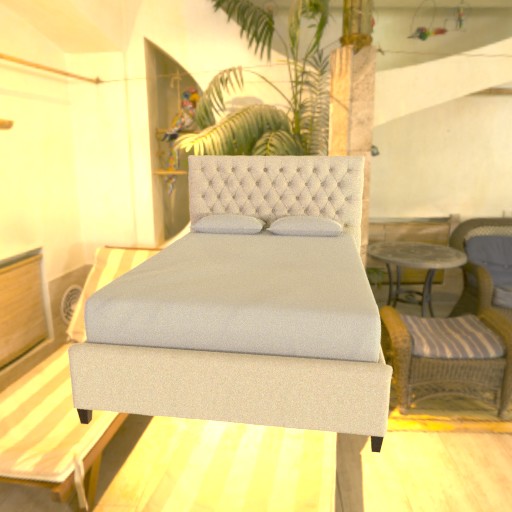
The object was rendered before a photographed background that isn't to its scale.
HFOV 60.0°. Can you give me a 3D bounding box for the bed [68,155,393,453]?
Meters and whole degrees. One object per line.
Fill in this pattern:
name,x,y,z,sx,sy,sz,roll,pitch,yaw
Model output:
bed,0.000,0.000,3.300,1.698,1.427,2.387,2,14,8
